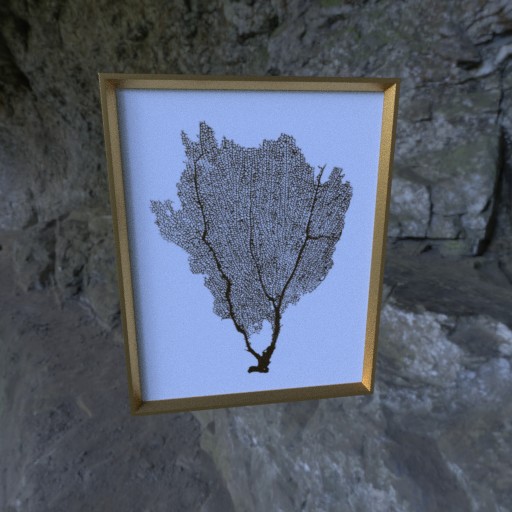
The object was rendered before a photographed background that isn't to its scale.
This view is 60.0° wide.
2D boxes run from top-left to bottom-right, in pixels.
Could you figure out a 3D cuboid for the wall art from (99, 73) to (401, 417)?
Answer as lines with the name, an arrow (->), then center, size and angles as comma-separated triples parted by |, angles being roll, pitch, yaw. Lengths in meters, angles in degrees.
wall art -> 0.000, 0.000, 1.011 | 0.610, 0.762, 0.038 | -3, 17, -8
